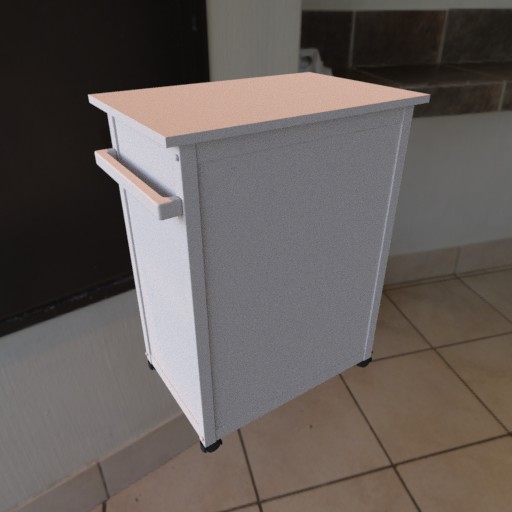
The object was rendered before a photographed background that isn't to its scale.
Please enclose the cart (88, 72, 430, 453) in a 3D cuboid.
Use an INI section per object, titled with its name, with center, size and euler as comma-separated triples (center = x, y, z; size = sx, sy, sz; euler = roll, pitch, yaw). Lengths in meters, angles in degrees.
[cart]
center = 0.000, 0.000, 1.245
size = 0.683, 0.864, 0.442
euler = -18, 35, -29
